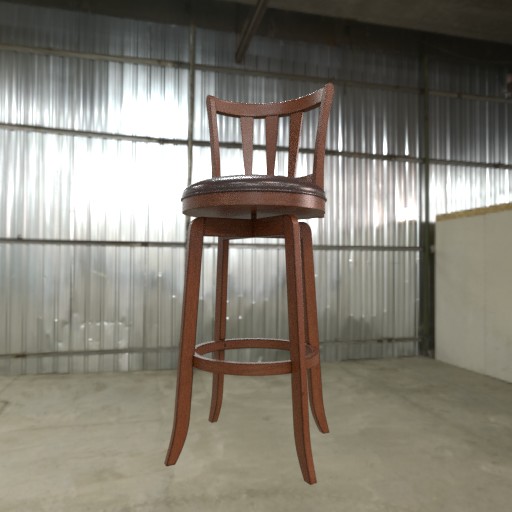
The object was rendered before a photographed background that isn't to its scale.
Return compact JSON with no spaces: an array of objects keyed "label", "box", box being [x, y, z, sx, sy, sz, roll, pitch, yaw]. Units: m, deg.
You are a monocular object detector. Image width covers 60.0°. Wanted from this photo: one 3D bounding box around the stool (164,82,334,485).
[{"label":"stool","box":[0.000,0.000,1.400,0.464,1.177,0.503,0,-1,15]}]
